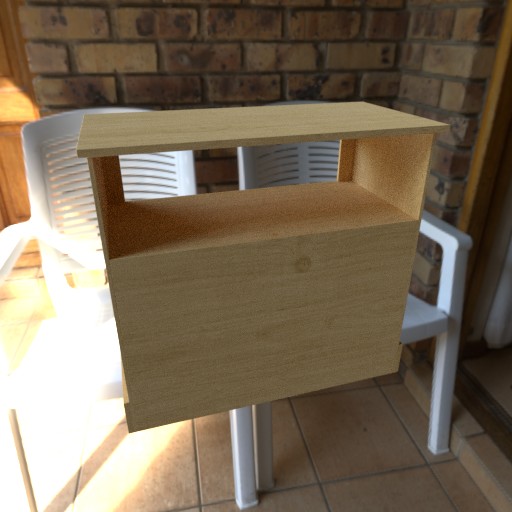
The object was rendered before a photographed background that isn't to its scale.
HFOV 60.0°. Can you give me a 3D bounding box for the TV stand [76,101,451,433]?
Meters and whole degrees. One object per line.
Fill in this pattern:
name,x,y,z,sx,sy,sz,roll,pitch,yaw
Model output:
TV stand,0.000,0.000,1.317,0.851,0.787,0.430,-8,28,-15
